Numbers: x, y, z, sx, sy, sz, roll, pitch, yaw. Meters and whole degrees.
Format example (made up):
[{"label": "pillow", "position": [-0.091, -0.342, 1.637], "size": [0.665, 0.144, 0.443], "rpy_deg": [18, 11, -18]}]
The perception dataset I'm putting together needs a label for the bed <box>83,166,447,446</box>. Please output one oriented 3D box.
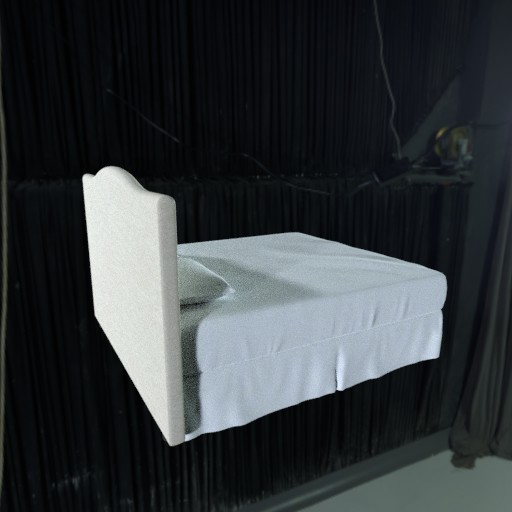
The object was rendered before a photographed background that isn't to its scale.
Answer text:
[{"label": "bed", "position": [0.000, 0.000, 3.487], "size": [2.182, 1.421, 2.083], "rpy_deg": [-8, 15, -28]}]
